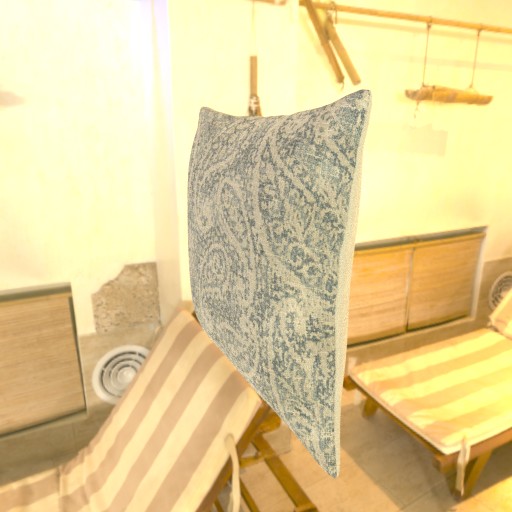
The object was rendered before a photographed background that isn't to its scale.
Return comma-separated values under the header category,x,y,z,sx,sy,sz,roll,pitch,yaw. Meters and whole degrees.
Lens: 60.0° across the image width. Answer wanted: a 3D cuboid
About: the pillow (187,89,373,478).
category,x,y,z,sx,sy,sz,roll,pitch,yaw
pillow,0.000,0.000,0.768,0.166,0.510,0.523,-8,18,-26
